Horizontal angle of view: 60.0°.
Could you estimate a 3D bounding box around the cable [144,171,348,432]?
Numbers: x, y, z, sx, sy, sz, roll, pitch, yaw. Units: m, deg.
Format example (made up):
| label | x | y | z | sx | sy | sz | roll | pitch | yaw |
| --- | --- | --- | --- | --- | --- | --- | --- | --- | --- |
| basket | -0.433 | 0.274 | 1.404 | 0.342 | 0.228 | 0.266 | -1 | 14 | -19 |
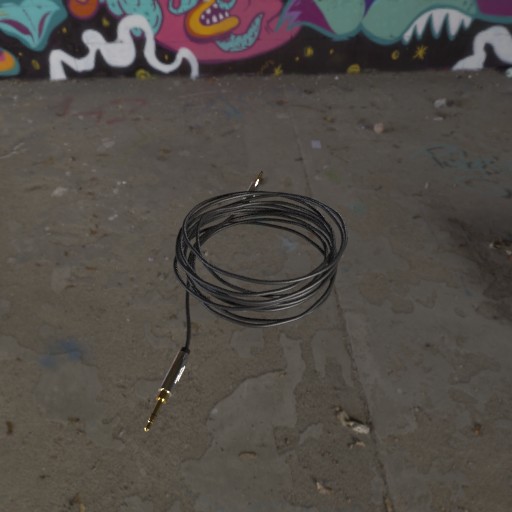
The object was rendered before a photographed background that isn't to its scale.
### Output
| label | x | y | z | sx | sy | sz | roll | pitch | yaw |
| --- | --- | --- | --- | --- | --- | --- | --- | --- | --- |
| cable | 0.000 | 0.000 | 0.514 | 0.198 | 0.069 | 0.432 | 11 | 44 | 12 |
